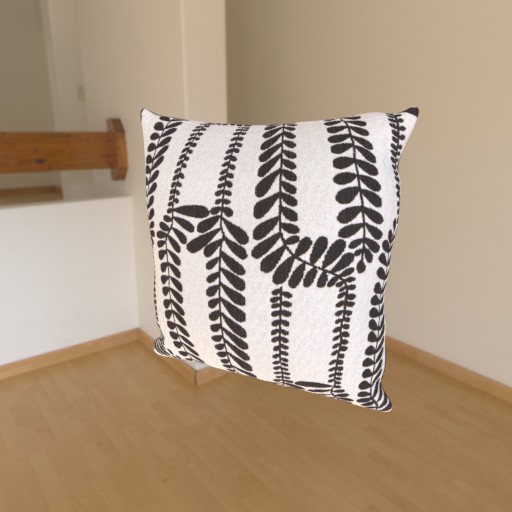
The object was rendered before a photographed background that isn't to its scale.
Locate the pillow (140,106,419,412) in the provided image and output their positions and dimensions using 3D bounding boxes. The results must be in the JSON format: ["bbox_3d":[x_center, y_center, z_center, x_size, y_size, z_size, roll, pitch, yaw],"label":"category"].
[{"bbox_3d":[0.000,0.000,0.683,0.440,0.441,0.182,8,17,26],"label":"pillow"}]
